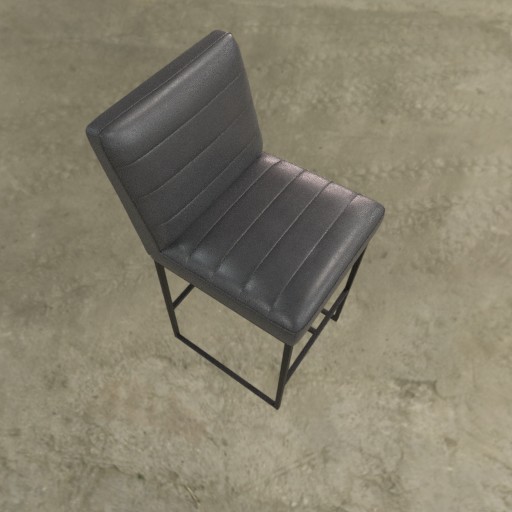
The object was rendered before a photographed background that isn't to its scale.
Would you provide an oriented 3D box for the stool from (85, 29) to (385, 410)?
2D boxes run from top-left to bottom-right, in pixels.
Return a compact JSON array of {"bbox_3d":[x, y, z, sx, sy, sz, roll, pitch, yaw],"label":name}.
[{"bbox_3d":[0.000,0.000,1.326,0.552,1.040,0.457,31,62,18],"label":"stool"}]
